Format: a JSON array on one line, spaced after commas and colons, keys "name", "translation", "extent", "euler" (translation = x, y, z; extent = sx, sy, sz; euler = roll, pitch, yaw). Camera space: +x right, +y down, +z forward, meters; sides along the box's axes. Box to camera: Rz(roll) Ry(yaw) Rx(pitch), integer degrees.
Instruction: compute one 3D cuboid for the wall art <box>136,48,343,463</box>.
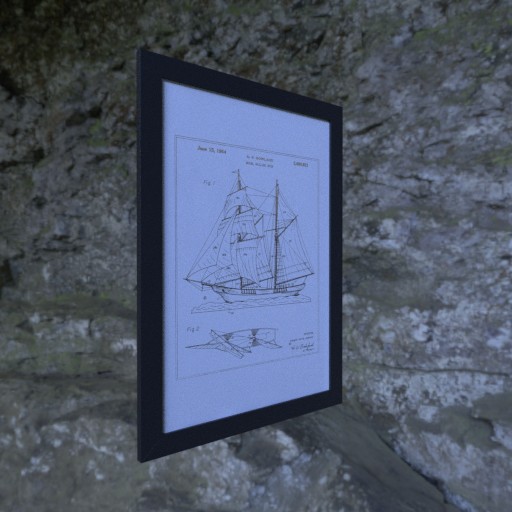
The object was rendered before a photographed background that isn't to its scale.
[{"name": "wall art", "translation": [0.000, 0.000, 0.689], "extent": [0.381, 0.534, 0.013], "euler": [0, 1, -37]}]
